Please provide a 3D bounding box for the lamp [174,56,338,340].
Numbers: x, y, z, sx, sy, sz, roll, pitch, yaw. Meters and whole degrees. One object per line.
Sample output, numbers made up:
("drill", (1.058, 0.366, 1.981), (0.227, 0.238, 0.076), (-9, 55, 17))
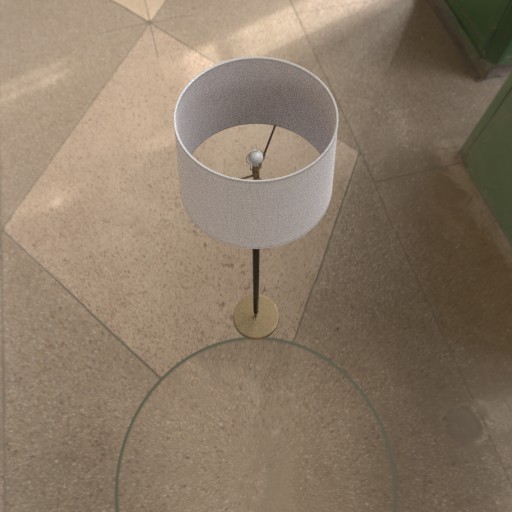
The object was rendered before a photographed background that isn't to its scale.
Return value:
("lamp", (0.000, 0.000, 1.643), (0.420, 1.447, 0.420), (0, 64, 0))
